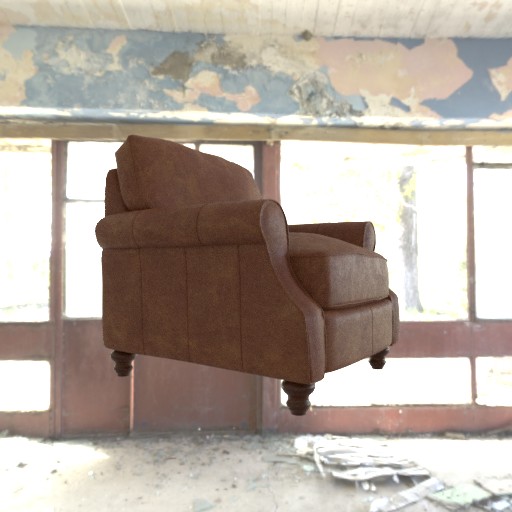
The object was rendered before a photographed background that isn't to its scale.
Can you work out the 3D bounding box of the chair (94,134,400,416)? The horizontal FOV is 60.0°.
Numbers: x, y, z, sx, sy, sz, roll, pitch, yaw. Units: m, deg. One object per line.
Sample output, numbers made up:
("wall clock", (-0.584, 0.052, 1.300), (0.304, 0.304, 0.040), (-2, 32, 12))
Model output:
("chair", (0.000, 0.000, 1.840), (0.986, 0.962, 0.983), (-1, -1, 35))
